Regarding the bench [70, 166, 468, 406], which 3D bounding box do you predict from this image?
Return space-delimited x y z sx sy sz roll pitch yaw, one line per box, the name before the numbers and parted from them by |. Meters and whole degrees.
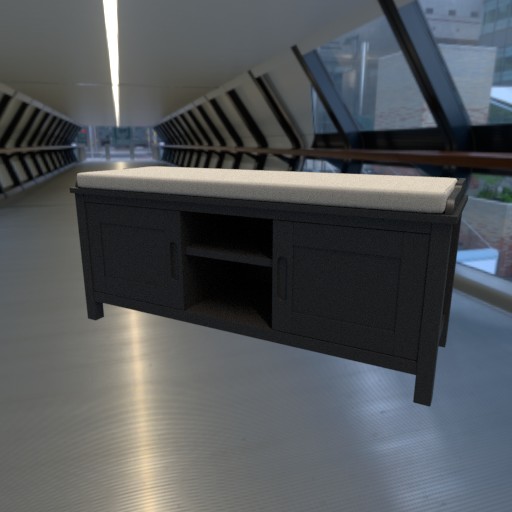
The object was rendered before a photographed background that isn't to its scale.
bench | 0.000 0.000 1.385 1.140 0.501 0.398 8 17 27
